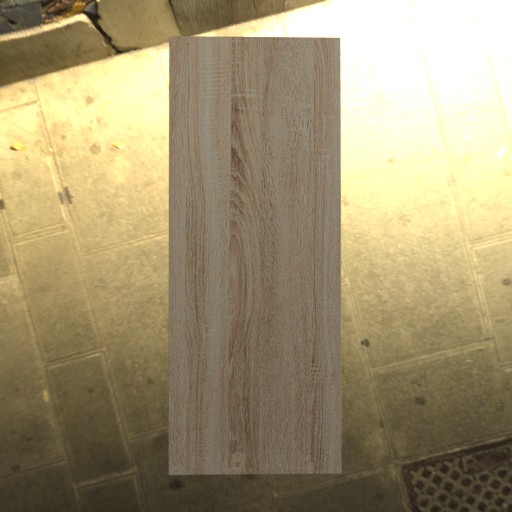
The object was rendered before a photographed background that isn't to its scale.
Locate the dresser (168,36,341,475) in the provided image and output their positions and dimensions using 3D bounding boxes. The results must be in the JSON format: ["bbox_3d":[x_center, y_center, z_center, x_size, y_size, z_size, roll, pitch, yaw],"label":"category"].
[{"bbox_3d":[0.000,0.000,1.562,0.450,0.900,1.100,0,90,-1],"label":"dresser"}]
